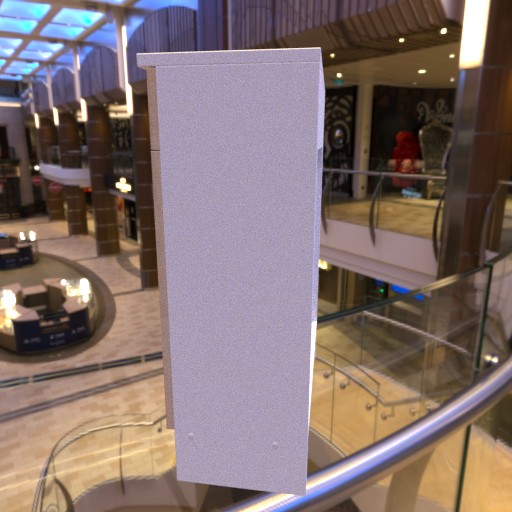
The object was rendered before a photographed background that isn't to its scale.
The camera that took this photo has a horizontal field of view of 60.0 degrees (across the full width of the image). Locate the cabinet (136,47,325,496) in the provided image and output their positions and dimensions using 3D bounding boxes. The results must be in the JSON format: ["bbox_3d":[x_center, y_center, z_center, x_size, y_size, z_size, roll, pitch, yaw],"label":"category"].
[{"bbox_3d":[0.000,0.000,1.081,0.296,0.815,0.600,2,14,9],"label":"cabinet"}]
